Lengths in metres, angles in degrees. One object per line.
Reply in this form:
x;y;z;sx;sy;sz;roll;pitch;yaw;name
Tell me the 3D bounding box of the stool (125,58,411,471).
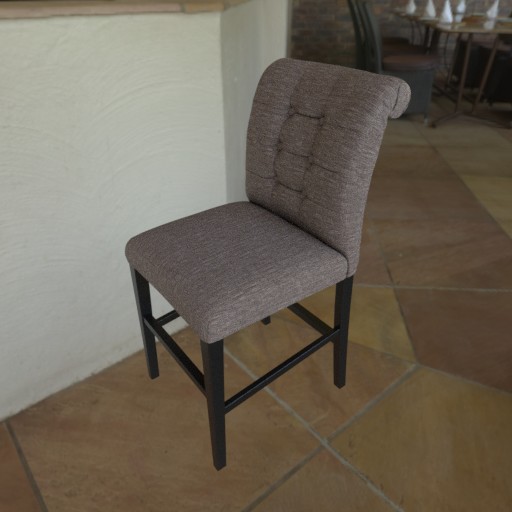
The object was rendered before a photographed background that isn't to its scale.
0.000;0.000;1.270;0.611;0.970;0.457;-21;38;-31;stool
